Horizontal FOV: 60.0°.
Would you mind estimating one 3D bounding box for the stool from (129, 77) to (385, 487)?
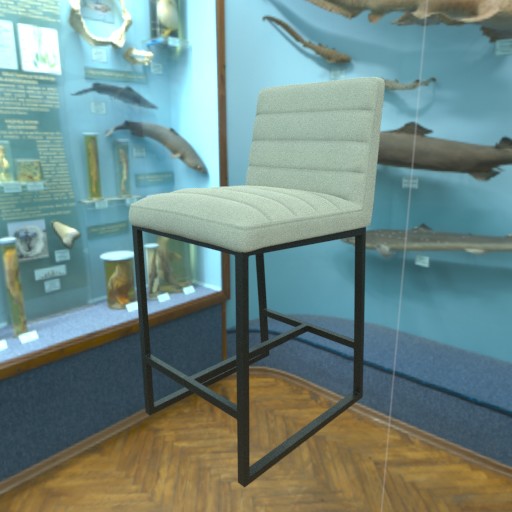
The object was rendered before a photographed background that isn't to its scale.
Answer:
[{"bbox_3d":[0.000,0.000,1.266,0.459,0.971,0.567,14,20,42],"label":"stool"}]
